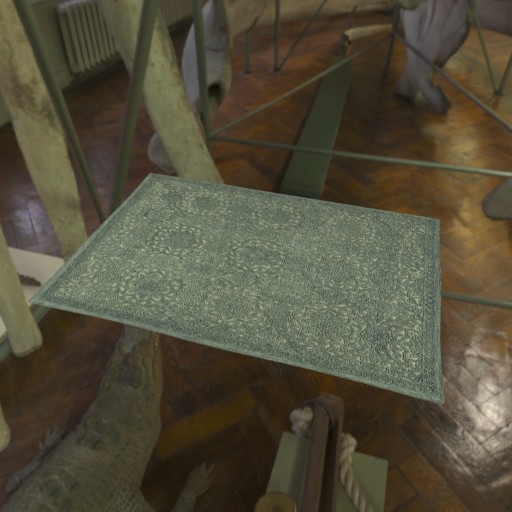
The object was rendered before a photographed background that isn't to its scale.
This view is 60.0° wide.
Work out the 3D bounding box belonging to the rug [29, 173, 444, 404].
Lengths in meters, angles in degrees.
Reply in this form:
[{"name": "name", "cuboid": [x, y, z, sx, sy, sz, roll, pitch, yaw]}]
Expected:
[{"name": "rug", "cuboid": [0.000, 0.000, 2.289, 1.830, 0.016, 1.224, 11, 42, 13]}]
